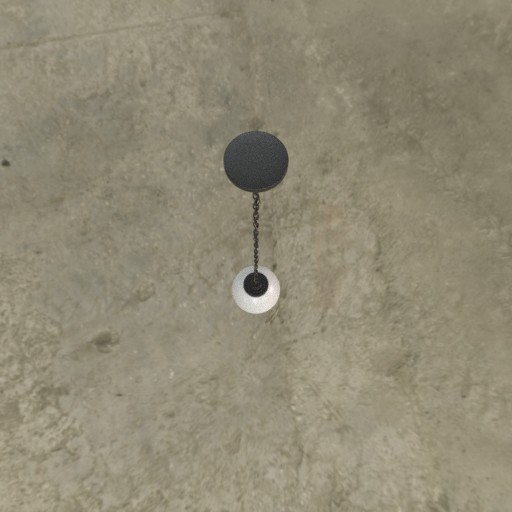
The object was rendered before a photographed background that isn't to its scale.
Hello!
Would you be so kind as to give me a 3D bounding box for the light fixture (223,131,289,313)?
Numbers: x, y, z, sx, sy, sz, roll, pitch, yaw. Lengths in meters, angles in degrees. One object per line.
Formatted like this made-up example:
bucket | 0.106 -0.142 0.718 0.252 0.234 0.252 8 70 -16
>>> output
light fixture | 0.000 0.000 2.062 0.305 1.867 0.304 19 75 5
